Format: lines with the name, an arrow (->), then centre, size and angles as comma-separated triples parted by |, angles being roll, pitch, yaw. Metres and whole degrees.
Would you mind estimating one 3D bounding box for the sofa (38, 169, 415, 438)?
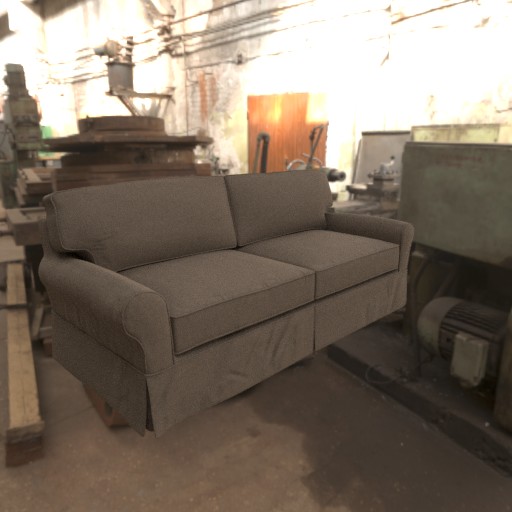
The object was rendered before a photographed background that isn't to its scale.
sofa -> 0.000, 0.000, 2.673 | 2.248, 0.943, 0.991 | -14, 20, -43
